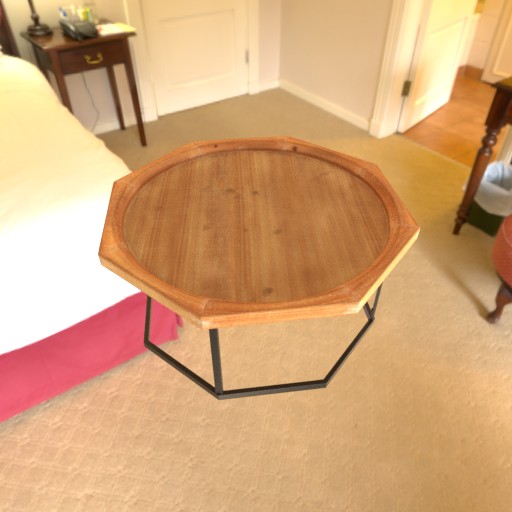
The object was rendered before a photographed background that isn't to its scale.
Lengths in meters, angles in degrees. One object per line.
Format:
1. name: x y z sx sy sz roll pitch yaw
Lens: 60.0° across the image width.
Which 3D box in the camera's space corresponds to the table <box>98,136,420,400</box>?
1. table: 0.000 0.000 1.547 1.002 0.444 1.002 0 40 0
